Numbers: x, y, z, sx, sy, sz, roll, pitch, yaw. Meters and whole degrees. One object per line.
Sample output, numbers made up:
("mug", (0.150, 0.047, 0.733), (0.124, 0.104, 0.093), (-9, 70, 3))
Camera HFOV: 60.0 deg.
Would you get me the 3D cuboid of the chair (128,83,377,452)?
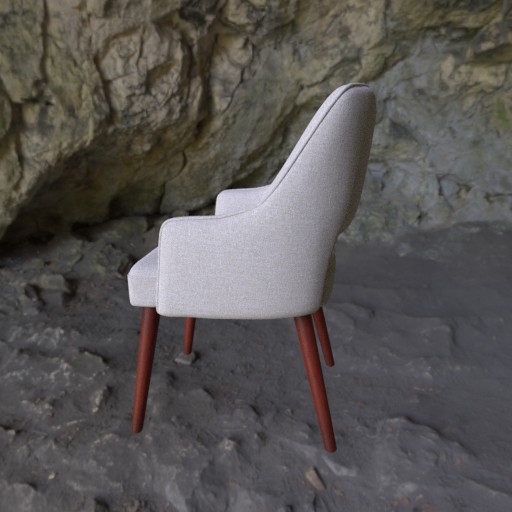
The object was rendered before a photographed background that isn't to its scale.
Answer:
("chair", (0.000, 0.000, 1.194), (0.580, 0.840, 0.560), (2, 15, 9))
